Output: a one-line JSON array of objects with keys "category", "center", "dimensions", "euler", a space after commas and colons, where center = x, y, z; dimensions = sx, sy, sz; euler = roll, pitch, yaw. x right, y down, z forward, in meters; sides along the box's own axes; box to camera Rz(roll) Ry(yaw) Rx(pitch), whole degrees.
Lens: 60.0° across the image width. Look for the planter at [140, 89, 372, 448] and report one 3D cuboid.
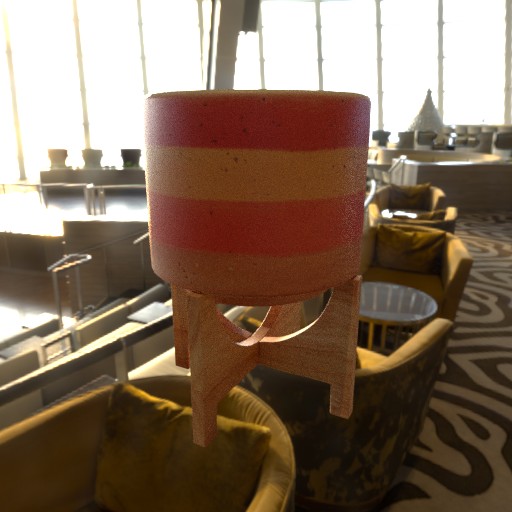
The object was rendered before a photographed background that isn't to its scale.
[{"category": "planter", "center": [0.000, 0.000, 0.561], "dimensions": [0.269, 0.379, 0.269], "euler": [0, 16, 0]}]
